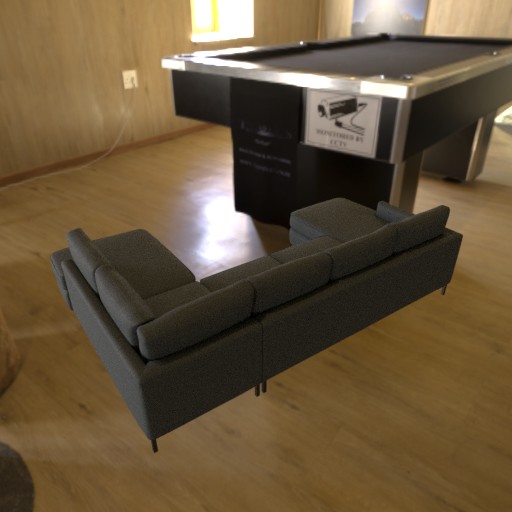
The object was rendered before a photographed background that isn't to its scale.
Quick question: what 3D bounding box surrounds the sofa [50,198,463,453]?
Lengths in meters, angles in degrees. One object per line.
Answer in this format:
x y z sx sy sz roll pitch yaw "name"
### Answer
0.000 0.000 3.835 2.975 0.858 1.984 -20 36 -30 "sofa"
